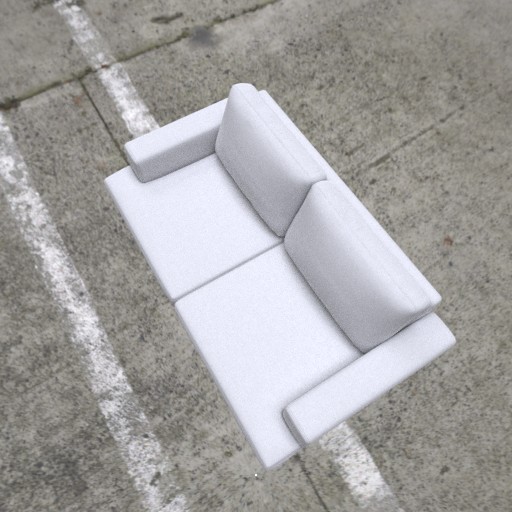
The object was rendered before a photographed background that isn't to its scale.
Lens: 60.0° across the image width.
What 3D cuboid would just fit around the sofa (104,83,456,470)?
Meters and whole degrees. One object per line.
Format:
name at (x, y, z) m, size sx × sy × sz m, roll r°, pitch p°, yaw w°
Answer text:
sofa at (0.000, 0.000, 2.131) m, size 0.920 × 0.810 × 1.650 m, roll -29°, pitch 67°, yaw -13°
